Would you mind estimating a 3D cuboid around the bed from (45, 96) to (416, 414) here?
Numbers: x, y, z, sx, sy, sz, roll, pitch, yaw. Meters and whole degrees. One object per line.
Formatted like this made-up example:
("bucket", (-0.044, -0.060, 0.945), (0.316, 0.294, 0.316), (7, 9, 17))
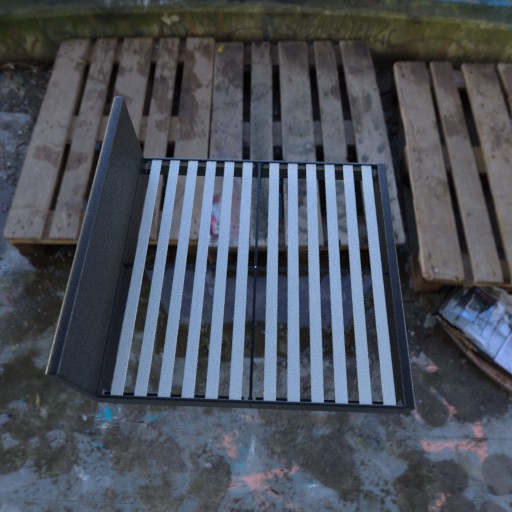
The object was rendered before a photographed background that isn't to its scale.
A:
("bed", (0.000, 0.000, 3.224), (2.152, 1.046, 2.018), (2, 63, 1))
